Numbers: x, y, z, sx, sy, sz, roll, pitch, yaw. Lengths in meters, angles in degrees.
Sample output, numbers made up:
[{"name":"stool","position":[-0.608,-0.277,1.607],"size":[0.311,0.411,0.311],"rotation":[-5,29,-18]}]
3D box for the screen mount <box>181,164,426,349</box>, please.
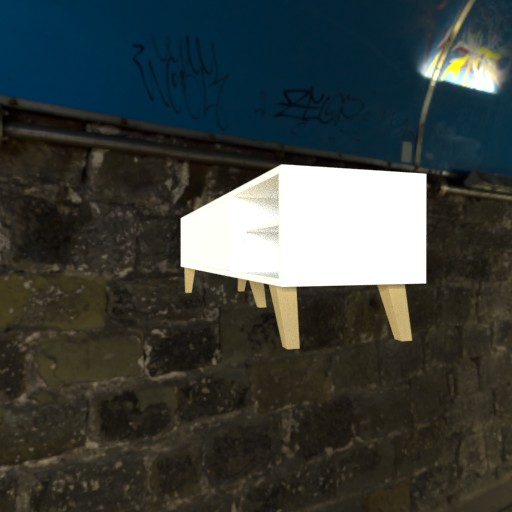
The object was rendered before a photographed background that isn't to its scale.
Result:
[{"name":"screen mount","position":[0.000,0.000,1.866],"size":[0.399,0.432,1.644],"rotation":[0,0,-18]}]
